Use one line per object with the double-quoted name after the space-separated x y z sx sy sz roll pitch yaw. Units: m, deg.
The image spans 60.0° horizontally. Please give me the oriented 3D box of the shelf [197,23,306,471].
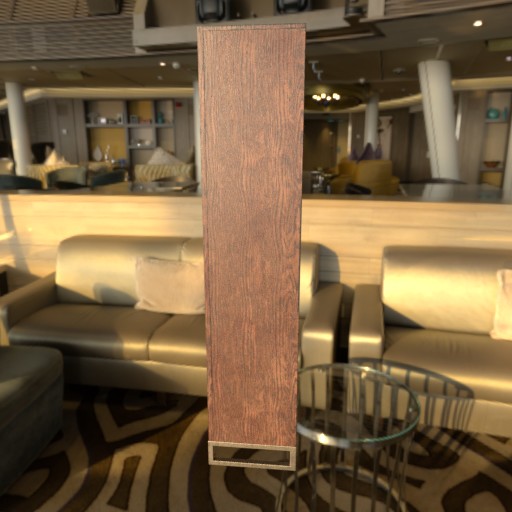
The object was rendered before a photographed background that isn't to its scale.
0.000 0.000 1.955 0.395 1.732 0.539 1 14 6 "shelf"
